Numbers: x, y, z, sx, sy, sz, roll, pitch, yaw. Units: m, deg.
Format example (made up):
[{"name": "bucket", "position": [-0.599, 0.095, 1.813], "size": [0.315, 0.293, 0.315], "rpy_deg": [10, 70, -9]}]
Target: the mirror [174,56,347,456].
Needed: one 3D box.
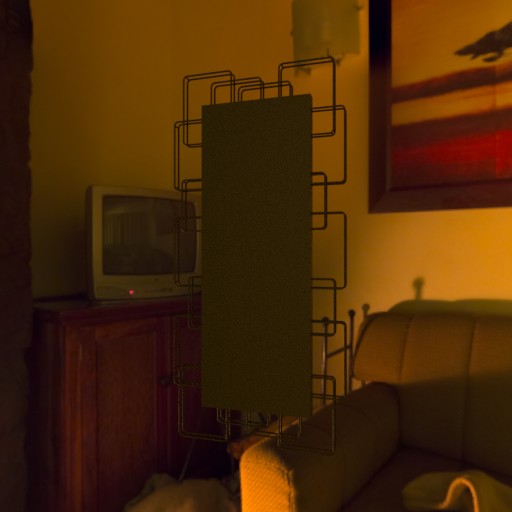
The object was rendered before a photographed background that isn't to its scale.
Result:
[{"name": "mirror", "position": [0.000, 0.000, 1.407], "size": [0.565, 1.192, 0.037], "rpy_deg": [0, 0, 17]}]
